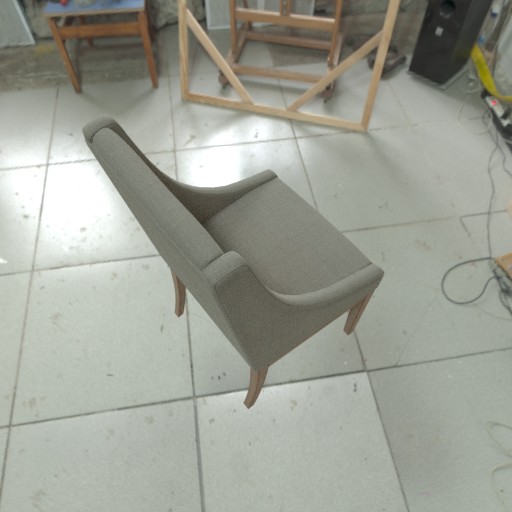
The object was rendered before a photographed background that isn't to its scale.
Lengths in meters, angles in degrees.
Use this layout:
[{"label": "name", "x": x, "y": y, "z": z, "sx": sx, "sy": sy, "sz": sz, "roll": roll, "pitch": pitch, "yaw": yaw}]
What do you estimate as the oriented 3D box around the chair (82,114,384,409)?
[{"label": "chair", "x": 0.000, "y": 0.000, "z": 1.407, "sx": 0.611, "sy": 1.021, "sz": 0.575, "roll": -33, "pitch": 63, "yaw": -20}]
